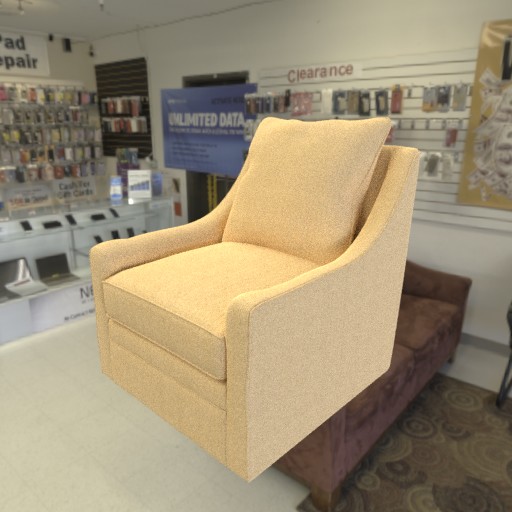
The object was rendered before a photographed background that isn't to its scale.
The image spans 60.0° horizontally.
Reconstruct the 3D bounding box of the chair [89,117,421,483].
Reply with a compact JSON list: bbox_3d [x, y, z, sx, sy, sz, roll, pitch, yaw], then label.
[{"bbox_3d":[0.000,0.000,1.542,0.760,0.927,0.876,16,23,41],"label":"chair"}]
